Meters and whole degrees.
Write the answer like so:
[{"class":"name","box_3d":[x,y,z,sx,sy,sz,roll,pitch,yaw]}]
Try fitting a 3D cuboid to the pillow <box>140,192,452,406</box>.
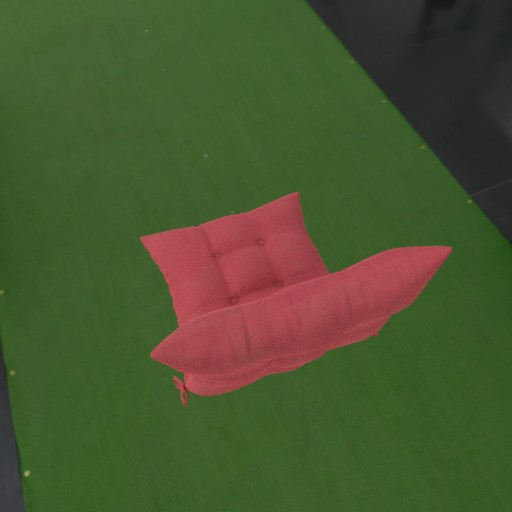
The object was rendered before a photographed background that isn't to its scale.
[{"class":"pillow","box_3d":[0.000,0.000,1.015,0.541,0.536,0.585,-18,61,-10]}]
